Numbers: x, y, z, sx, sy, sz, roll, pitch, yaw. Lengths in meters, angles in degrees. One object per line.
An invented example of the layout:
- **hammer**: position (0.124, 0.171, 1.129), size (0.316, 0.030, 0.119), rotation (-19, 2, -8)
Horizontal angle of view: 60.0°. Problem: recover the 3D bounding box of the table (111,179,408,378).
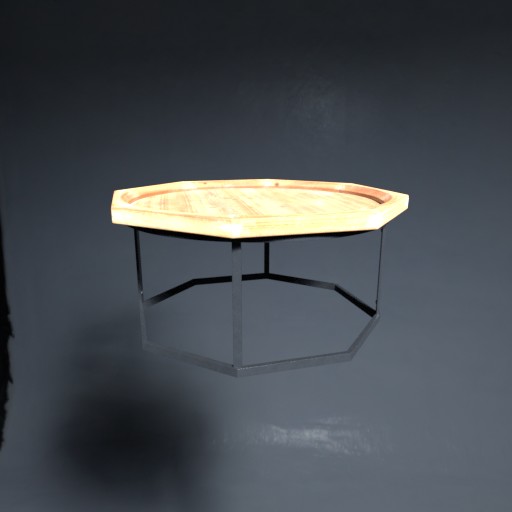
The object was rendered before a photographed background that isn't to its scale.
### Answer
- **table**: position (0.000, 0.000, 1.558), size (1.002, 0.444, 1.002), rotation (0, 15, 0)
